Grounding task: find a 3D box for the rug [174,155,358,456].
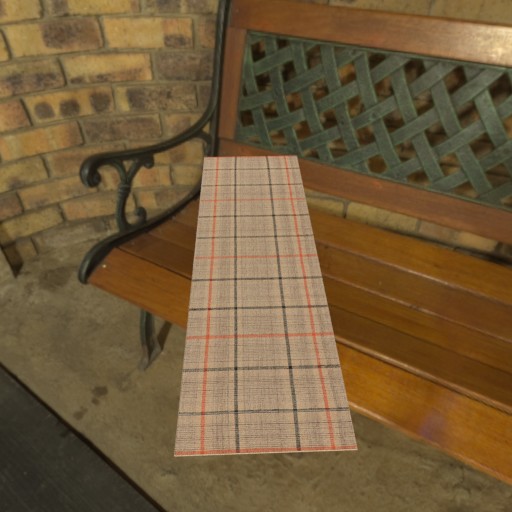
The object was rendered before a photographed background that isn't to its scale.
[{"bbox_3d":[0.000,0.000,2.743,0.762,0.008,2.439,-1,42,-2],"label":"rug"}]
